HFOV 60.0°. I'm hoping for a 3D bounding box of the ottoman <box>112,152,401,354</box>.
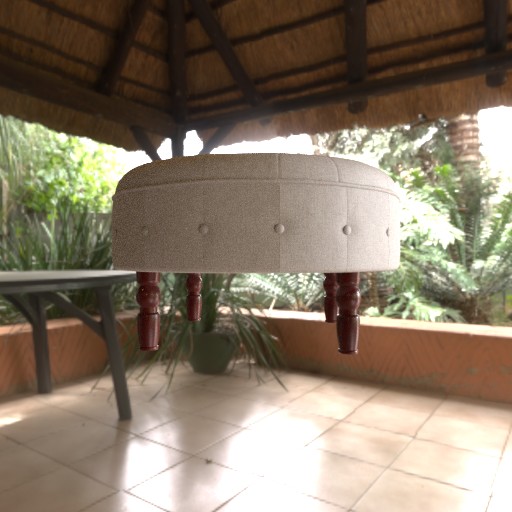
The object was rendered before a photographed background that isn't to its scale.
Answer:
[{"bbox_3d":[0.000,0.000,1.370,0.849,0.478,0.849,0,0,0],"label":"ottoman"}]
